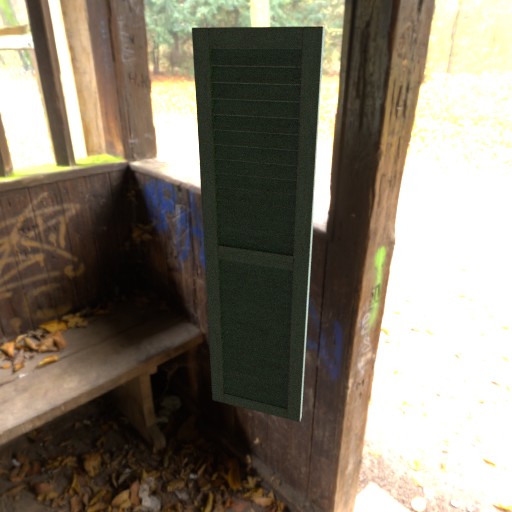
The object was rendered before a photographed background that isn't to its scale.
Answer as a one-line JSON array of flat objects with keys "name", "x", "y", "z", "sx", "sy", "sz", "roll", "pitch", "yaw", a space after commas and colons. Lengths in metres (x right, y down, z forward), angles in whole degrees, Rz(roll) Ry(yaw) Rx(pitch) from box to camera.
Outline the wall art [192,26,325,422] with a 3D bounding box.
[{"name": "wall art", "x": 0.000, "y": 0.000, "z": 1.328, "sx": 0.329, "sy": 1.219, "sz": 0.025, "roll": 8, "pitch": 27, "yaw": 17}]
